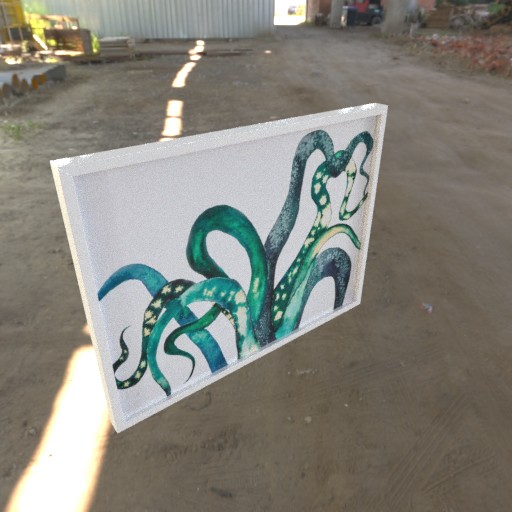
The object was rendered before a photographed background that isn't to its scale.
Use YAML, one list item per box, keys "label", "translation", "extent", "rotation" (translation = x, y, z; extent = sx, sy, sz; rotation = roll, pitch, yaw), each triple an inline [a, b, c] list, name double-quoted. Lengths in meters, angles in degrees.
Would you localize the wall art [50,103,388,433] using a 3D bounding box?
- label: "wall art"
  translation: [0.000, 0.000, 1.372]
  extent: [1.041, 0.787, 0.053]
  rotation: [-21, 35, -32]
